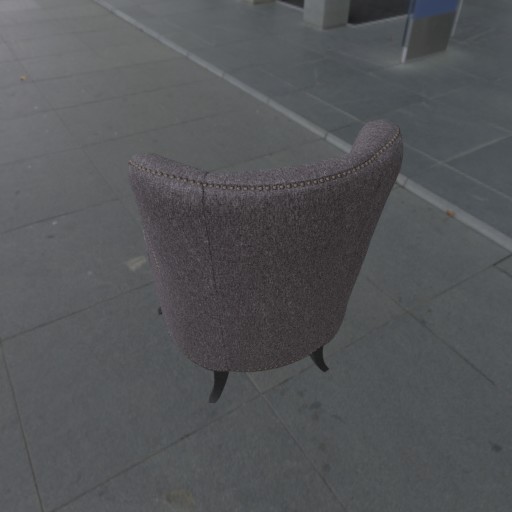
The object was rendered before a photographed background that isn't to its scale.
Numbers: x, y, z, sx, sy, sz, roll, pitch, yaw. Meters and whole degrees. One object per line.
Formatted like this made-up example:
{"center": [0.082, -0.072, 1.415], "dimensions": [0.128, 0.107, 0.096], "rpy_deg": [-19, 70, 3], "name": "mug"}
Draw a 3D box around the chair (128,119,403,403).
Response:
{"center": [0.000, 0.000, 1.595], "dimensions": [0.759, 1.060, 0.758], "rpy_deg": [-12, 42, -13], "name": "chair"}
